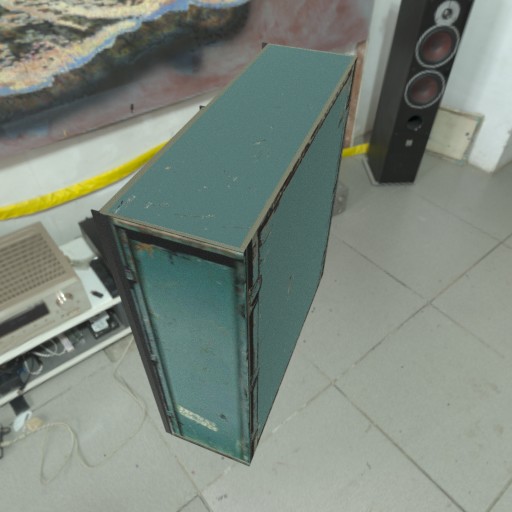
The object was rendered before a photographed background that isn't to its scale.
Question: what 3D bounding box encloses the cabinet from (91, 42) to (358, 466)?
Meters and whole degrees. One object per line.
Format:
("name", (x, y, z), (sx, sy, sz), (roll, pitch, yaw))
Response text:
("cabinet", (0.000, 0.000, 3.154), (0.680, 2.160, 2.000), (15, 47, 15))
